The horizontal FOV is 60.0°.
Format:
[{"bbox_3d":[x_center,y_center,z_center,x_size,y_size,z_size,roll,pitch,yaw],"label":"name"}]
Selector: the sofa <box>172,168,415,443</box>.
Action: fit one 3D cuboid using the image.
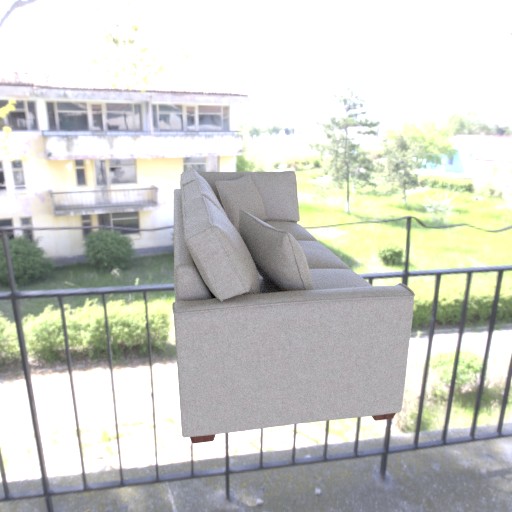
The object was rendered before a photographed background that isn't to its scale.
[{"bbox_3d":[0.000,0.000,2.899,1.061,0.962,2.317,-3,17,-10],"label":"sofa"}]
